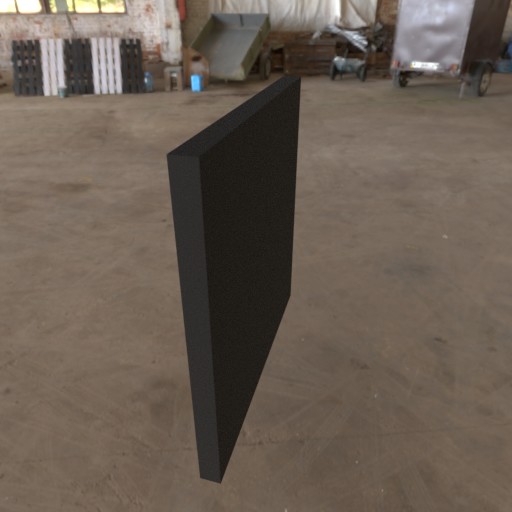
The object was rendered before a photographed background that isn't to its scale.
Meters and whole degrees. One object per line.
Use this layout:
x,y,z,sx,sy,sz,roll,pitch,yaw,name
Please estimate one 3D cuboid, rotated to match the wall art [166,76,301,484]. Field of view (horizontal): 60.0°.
0.000,0.000,0.687,0.030,0.458,0.462,8,31,14,wall art
